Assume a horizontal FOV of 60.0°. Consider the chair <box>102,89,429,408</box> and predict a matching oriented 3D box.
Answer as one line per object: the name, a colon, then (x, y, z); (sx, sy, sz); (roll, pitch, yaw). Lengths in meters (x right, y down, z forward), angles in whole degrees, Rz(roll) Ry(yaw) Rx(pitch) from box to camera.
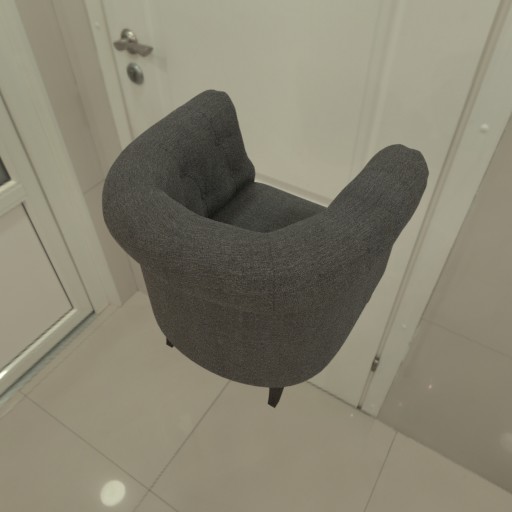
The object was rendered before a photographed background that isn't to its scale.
chair: (0.000, 0.000, 1.586); (0.905, 0.827, 0.852); (24, 51, 22)
